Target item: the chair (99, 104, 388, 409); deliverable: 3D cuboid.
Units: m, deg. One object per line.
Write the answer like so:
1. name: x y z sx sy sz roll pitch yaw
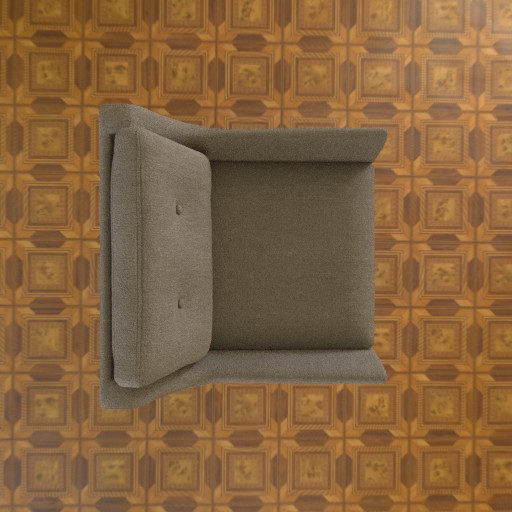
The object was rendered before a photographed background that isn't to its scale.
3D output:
1. chair: 0.000 0.000 1.521 0.849 0.828 0.847 0 90 -1
